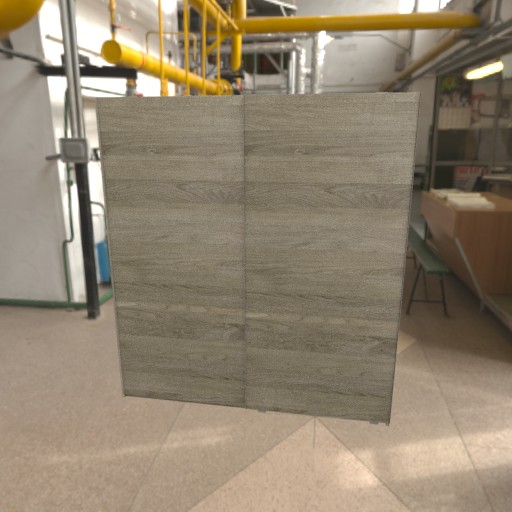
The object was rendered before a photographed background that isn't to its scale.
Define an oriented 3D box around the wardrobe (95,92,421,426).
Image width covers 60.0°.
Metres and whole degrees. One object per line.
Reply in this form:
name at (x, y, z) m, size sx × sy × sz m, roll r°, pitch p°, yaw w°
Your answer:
wardrobe at (0.000, 0.000, 2.910) m, size 1.780 × 1.960 × 0.629 m, roll 3°, pitch 16°, yaw 9°
